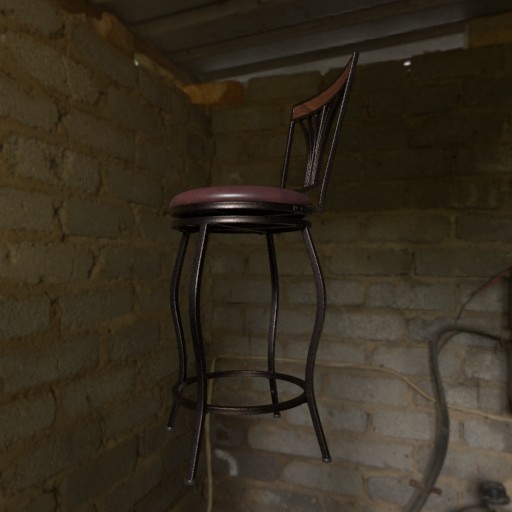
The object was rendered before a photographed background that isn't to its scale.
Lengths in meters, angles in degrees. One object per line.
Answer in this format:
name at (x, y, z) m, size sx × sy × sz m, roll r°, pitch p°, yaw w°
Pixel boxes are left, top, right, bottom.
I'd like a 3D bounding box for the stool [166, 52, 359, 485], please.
stool at (0.000, 0.000, 1.341) m, size 0.514 × 1.117 × 0.433 m, roll 0°, pitch -1°, yaw -19°
